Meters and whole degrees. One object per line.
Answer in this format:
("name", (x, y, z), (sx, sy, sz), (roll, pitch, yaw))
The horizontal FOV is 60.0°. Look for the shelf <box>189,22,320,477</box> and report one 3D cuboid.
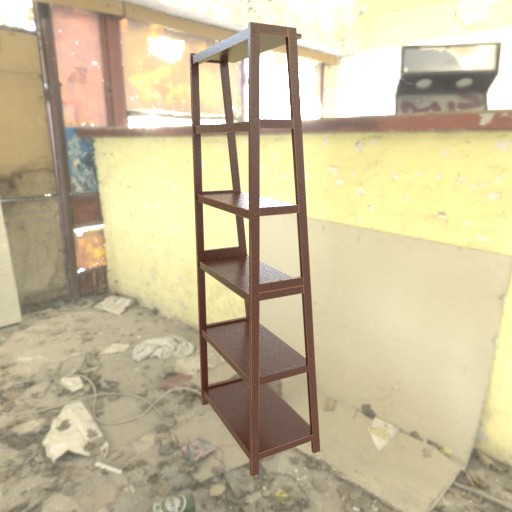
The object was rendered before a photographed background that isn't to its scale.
("shelf", (0.000, 0.000, 2.157), (0.381, 1.892, 0.660), (-7, 16, -26))
